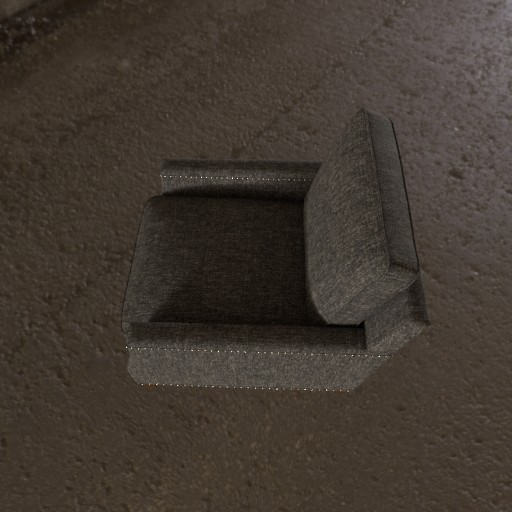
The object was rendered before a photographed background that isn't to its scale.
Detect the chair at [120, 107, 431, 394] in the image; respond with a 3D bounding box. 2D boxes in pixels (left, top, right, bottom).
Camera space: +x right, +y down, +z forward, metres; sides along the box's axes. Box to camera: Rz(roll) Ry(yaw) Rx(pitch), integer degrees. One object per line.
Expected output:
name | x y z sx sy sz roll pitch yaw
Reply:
chair | 0.000 0.000 1.746 1.014 0.943 0.853 2 58 1
